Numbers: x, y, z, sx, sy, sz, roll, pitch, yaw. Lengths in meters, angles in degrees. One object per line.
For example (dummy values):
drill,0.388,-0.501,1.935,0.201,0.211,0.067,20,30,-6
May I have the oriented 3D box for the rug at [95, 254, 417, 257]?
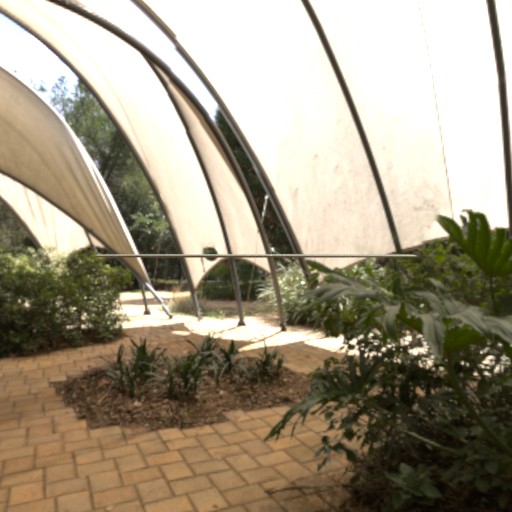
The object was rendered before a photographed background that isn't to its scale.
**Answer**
rug,0.000,0.000,2.334,1.593,0.012,1.593,0,0,0
